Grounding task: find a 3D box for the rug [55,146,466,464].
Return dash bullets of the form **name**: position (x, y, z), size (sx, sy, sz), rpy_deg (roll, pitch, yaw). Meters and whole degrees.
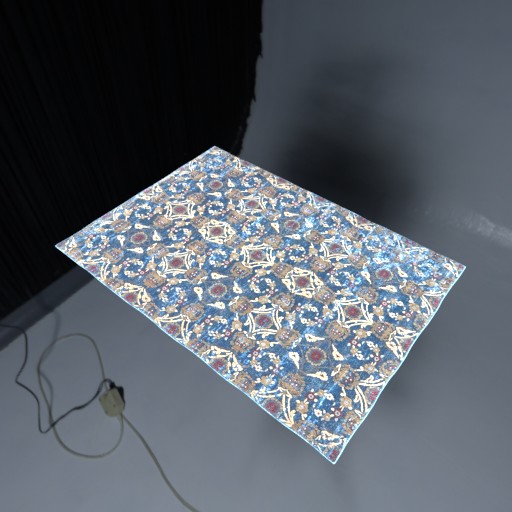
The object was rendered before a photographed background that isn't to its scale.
- **rug**: position (0.000, 0.000, 2.912), size (2.207, 0.014, 1.567), rpy_deg (31, 54, 26)
